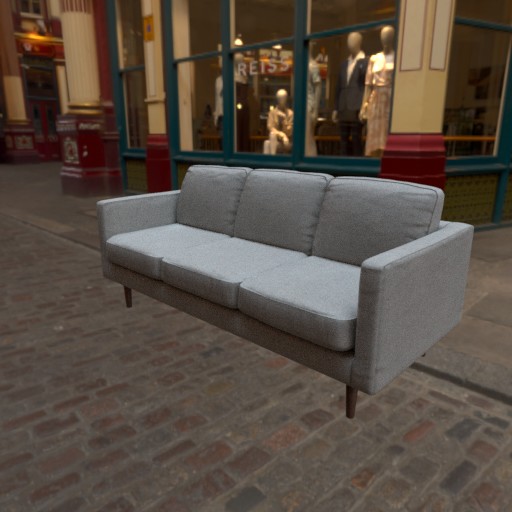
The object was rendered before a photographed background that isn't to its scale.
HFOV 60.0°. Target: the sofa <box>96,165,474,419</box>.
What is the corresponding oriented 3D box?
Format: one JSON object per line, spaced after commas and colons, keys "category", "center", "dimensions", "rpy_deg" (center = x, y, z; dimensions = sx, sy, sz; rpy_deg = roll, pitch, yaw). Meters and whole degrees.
{"category": "sofa", "center": [0.000, 0.000, 2.507], "dimensions": [1.983, 0.918, 0.944], "rpy_deg": [15, 22, 41]}
